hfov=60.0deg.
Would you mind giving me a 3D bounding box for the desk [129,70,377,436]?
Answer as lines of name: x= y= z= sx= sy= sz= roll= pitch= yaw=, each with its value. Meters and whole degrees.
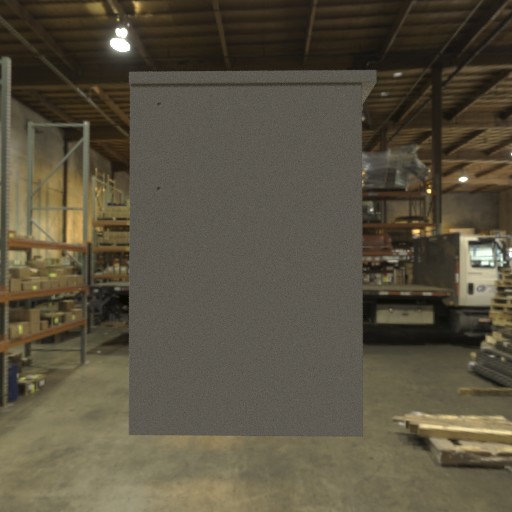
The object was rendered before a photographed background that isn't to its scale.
desk: x=0.000 y=0.000 z=1.334 sx=0.498 sy=0.729 sz=0.900 roll=0 pitch=-1 yaw=1
